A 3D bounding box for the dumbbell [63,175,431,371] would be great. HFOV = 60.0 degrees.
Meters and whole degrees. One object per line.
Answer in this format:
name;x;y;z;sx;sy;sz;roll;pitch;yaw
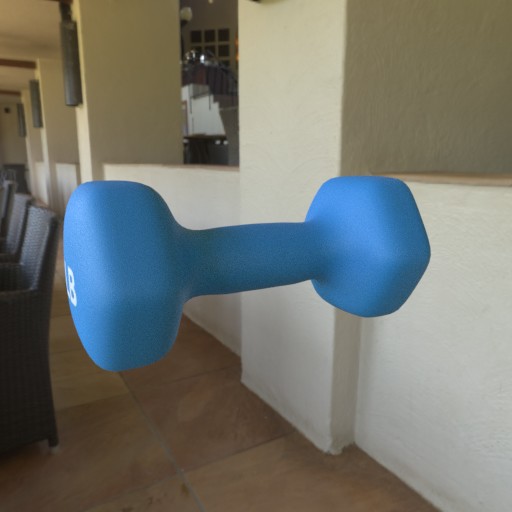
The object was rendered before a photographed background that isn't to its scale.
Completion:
dumbbell;0.000;0.000;0.192;0.152;0.066;0.074;-6;14;-27
